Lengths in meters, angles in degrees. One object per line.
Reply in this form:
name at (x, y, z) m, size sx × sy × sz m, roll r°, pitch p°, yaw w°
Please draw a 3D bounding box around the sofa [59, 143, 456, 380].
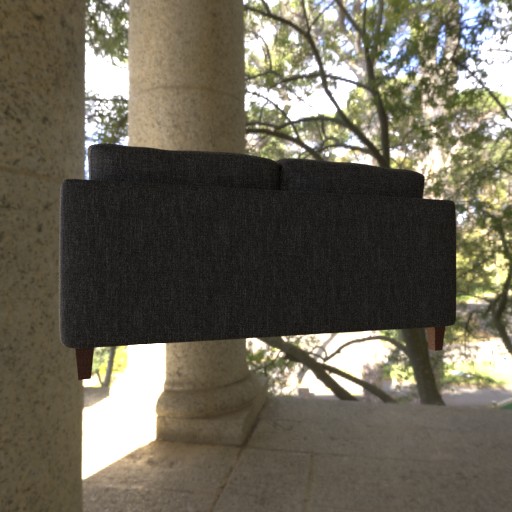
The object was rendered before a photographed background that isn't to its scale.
sofa at (0.000, 0.000, 2.389) m, size 1.884 × 0.963 × 0.950 m, roll 0°, pitch -1°, yaw -19°
